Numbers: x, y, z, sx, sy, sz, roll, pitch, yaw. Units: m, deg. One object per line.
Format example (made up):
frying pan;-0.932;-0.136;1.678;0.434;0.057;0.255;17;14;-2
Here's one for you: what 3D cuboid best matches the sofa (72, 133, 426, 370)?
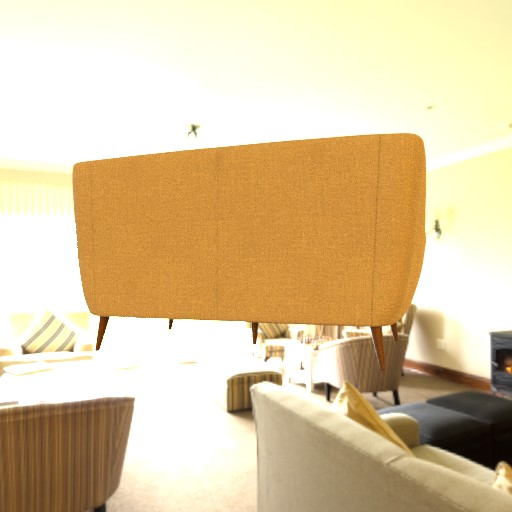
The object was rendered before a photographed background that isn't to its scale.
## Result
sofa;0.000;0.000;2.244;1.652;0.888;0.965;-1;-2;18
